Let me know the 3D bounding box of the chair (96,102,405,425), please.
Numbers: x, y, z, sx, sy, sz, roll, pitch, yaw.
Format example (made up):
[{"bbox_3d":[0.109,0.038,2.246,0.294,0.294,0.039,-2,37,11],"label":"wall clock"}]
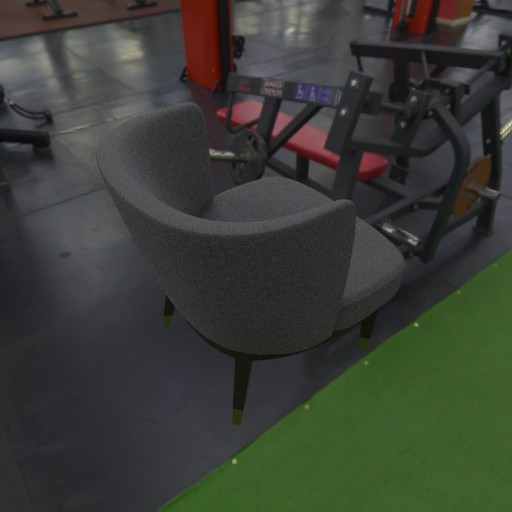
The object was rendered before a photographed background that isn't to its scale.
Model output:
[{"bbox_3d":[0.000,0.000,1.254,0.698,0.695,0.639,-25,46,-26],"label":"chair"}]
